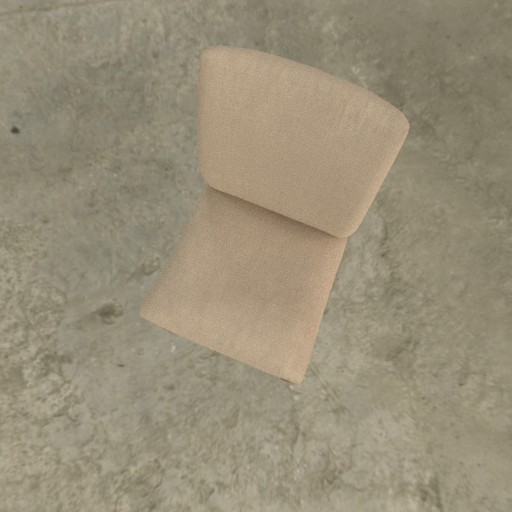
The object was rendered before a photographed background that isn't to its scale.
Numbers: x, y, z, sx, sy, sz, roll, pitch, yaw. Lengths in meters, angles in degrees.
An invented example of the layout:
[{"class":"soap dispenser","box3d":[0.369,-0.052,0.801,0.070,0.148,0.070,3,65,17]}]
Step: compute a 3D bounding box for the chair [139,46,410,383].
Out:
[{"class":"chair","box3d":[0.000,0.000,1.245,0.496,0.940,0.585,22,78,5]}]
